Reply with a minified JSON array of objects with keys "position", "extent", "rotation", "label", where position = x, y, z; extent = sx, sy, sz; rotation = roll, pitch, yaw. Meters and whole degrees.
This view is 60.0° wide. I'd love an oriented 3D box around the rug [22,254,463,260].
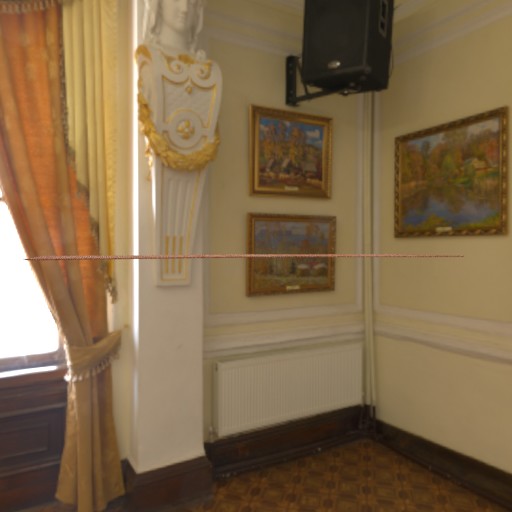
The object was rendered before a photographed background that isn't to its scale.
[{"position":[0.000,0.000,2.584],"extent":[2.353,0.013,0.718],"rotation":[0,1,-18],"label":"rug"}]
